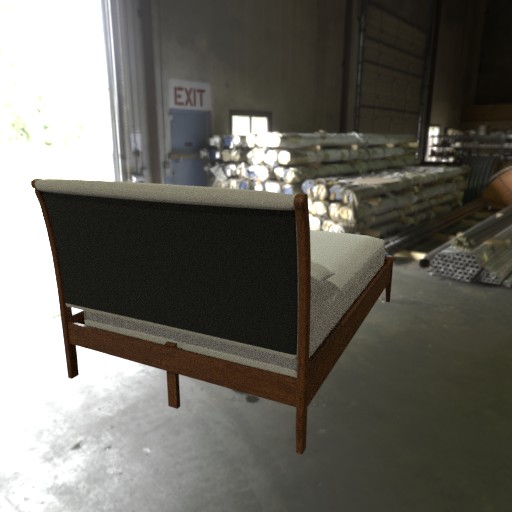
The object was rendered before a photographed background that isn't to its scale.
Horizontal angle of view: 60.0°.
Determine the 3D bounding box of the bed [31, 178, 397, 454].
[{"bbox_3d":[0.000,0.000,3.206,1.612,1.250,2.380,7,17,25],"label":"bed"}]
